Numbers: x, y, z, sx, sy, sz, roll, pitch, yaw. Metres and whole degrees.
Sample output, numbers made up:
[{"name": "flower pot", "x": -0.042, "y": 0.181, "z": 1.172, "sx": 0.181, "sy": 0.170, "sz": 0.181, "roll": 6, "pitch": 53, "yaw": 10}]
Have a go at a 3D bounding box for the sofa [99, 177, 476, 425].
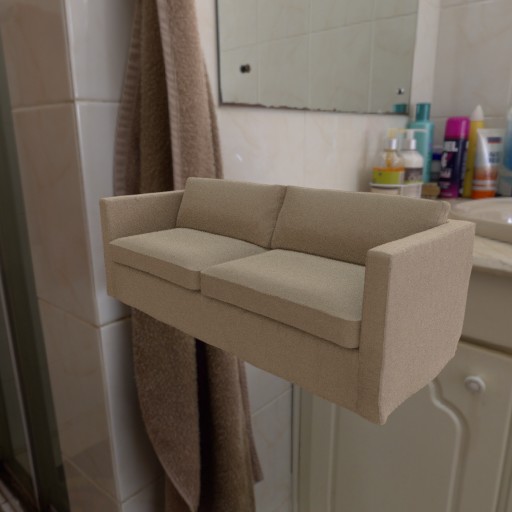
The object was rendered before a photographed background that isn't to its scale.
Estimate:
[{"name": "sofa", "x": 0.000, "y": 0.000, "z": 2.799, "sx": 2.312, "sy": 0.853, "sz": 0.962, "roll": 14, "pitch": 20, "yaw": 42}]
